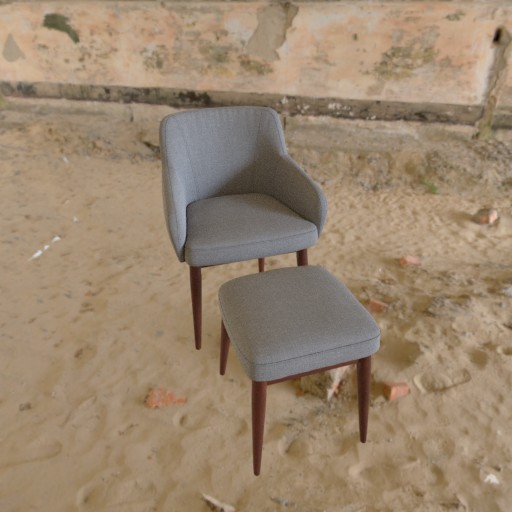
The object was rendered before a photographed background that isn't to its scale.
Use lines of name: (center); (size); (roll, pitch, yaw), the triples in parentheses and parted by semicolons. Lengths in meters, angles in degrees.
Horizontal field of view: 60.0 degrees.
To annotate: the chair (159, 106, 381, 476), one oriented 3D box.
chair: (0.000, 0.000, 1.574); (0.584, 0.799, 1.107); (-10, 33, -15)
